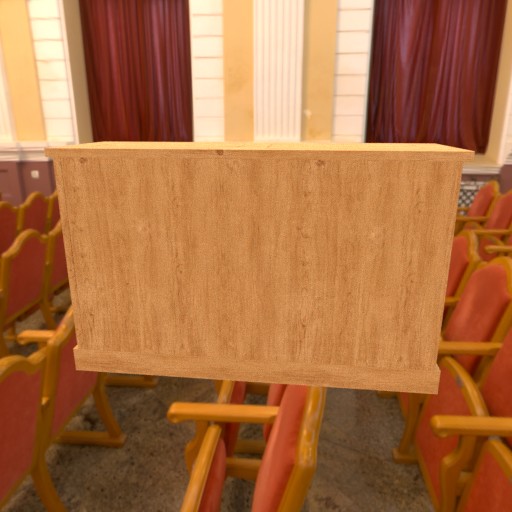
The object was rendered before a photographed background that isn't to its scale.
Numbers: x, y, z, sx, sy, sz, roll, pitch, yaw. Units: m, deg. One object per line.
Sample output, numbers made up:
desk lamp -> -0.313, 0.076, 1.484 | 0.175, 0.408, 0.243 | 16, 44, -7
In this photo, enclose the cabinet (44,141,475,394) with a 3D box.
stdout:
cabinet -> 0.000, 0.000, 1.675 | 1.321, 0.810, 0.432 | 2, 17, 6
